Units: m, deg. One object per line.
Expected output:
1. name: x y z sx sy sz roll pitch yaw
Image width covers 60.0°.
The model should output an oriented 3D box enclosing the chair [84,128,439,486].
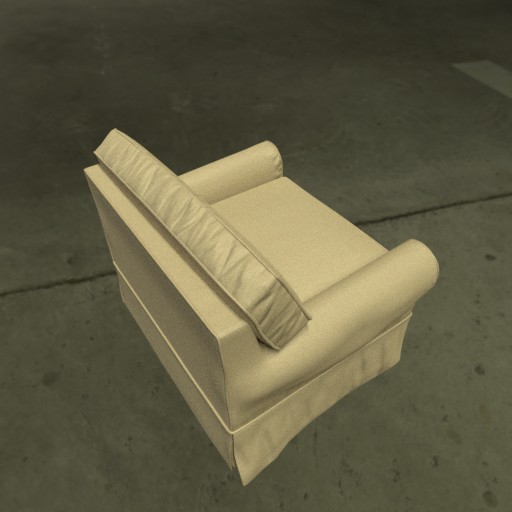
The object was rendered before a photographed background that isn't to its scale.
1. chair: 0.000 0.000 1.767 0.903 0.937 1.096 -25 48 -25
